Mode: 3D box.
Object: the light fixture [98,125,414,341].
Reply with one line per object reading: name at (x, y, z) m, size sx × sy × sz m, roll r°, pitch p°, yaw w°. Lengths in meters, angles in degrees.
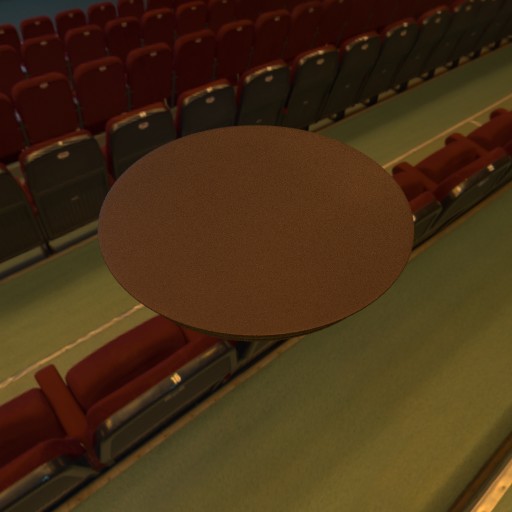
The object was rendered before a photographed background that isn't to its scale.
light fixture at (0.000, 0.000, 0.451) m, size 0.280 × 0.135 × 0.280 m, roll 0°, pitch 46°, yaw 0°
